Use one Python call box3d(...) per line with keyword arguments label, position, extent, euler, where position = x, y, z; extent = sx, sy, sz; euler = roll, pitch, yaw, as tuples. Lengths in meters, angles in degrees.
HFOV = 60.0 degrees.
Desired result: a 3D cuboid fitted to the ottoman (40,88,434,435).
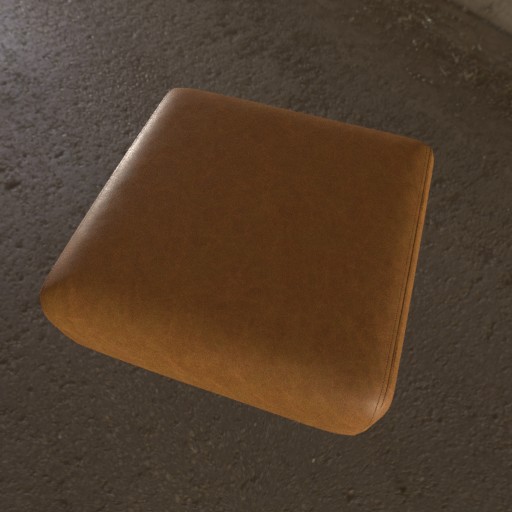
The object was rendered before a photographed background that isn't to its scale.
box3d(label="ottoman", position=(0.000, 0.000, 1.026), extent=(0.650, 0.399, 0.650), euler=(16, 60, 9))
